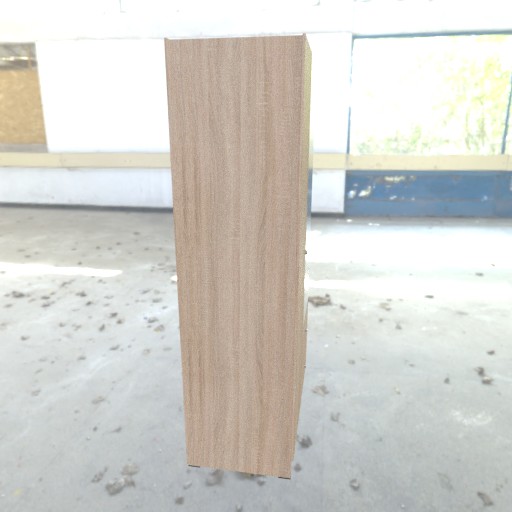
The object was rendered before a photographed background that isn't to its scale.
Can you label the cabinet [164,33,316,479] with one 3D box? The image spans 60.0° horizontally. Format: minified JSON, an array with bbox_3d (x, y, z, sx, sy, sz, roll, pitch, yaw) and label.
[{"bbox_3d":[0.000,0.000,2.533,0.590,2.121,1.001,3,17,9],"label":"cabinet"}]
